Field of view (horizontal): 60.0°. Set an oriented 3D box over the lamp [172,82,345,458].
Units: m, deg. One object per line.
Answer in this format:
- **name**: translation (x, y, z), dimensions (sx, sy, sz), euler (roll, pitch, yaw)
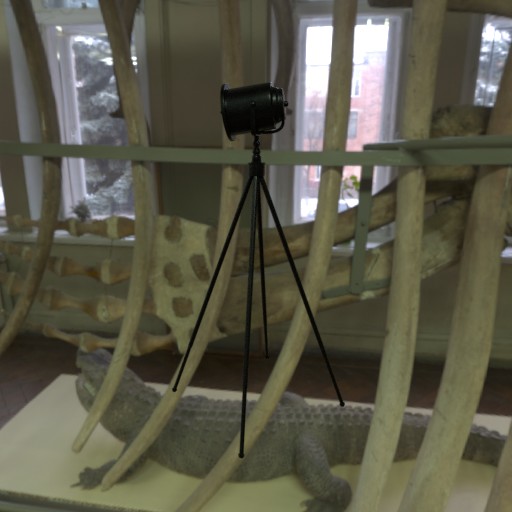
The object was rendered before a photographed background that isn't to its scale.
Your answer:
- **lamp**: translation (0.000, 0.000, 2.051), dimensions (0.884, 1.504, 0.879), euler (2, 15, 8)
